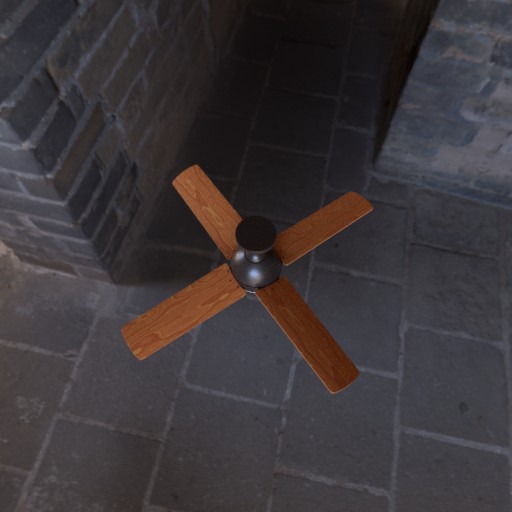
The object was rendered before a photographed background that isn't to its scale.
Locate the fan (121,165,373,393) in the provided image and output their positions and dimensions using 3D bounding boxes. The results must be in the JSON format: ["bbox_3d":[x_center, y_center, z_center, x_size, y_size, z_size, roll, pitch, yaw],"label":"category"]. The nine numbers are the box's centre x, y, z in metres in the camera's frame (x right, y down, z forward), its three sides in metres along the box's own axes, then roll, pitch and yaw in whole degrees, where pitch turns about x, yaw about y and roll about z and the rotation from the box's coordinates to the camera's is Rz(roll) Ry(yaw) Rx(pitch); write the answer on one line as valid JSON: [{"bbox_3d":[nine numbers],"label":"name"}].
[{"bbox_3d":[0.000,0.000,1.983,1.332,0.403,1.332,-32,67,-15],"label":"fan"}]
